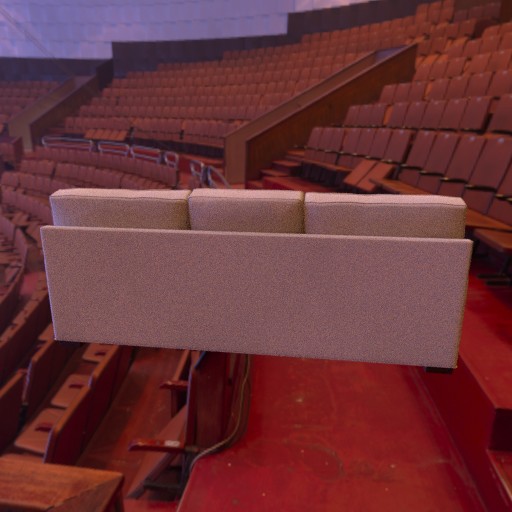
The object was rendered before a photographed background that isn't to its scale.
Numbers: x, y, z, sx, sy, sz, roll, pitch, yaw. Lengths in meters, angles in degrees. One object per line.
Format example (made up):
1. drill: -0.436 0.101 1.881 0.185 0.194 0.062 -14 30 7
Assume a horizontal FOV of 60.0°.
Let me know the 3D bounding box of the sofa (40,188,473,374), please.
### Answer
1. sofa: 0.000 0.000 2.603 2.088 0.862 0.935 2 16 8
